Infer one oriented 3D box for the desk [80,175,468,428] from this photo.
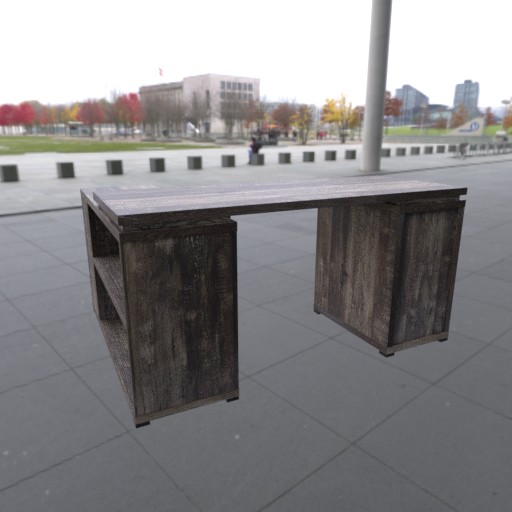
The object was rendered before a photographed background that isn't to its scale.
[{"bbox_3d":[0.000,0.000,2.283,1.524,0.753,1.200,-8,18,-25],"label":"desk"}]
